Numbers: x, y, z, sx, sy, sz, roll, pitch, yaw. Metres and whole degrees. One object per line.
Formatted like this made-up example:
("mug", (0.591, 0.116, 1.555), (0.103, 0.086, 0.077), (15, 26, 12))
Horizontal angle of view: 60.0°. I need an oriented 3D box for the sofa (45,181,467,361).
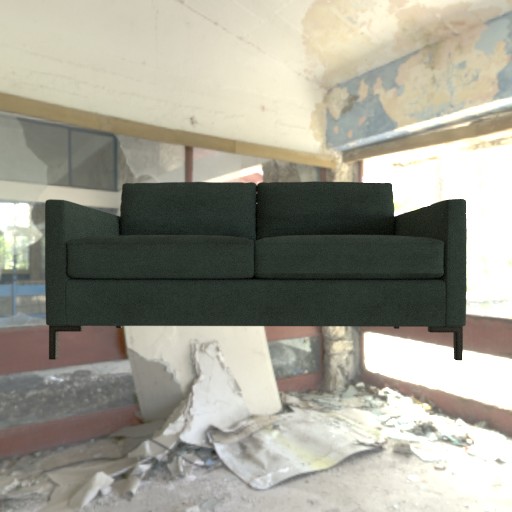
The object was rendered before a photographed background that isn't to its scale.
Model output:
("sofa", (0.000, 0.000, 2.125), (1.676, 0.817, 0.875), (0, 0, 1))
